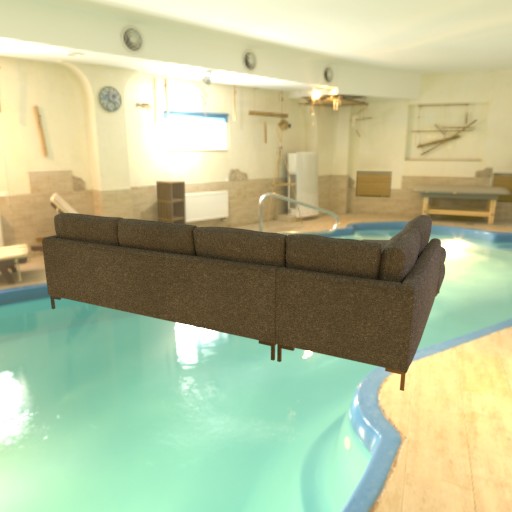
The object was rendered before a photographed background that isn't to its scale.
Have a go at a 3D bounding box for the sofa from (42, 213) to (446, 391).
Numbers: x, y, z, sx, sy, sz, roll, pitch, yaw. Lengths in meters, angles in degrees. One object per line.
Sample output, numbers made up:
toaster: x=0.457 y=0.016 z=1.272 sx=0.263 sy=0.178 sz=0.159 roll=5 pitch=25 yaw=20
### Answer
sofa: x=0.000 y=0.000 z=3.860 sx=2.949 sy=0.815 sz=2.007 roll=7 pitch=15 yaw=26
